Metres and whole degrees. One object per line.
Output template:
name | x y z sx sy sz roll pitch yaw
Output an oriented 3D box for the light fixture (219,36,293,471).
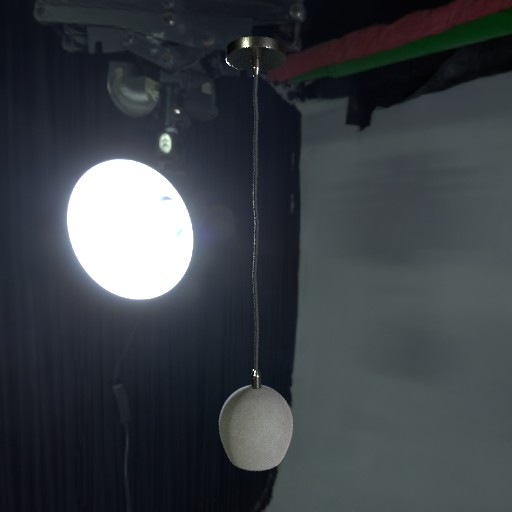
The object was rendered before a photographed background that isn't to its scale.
light fixture | 0.000 0.000 0.831 0.139 0.764 0.139 1 2 35
